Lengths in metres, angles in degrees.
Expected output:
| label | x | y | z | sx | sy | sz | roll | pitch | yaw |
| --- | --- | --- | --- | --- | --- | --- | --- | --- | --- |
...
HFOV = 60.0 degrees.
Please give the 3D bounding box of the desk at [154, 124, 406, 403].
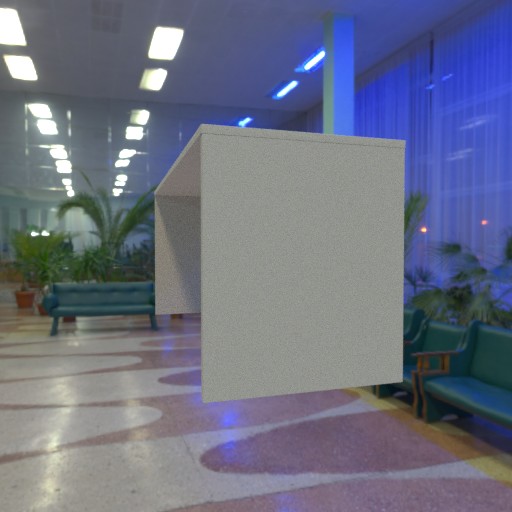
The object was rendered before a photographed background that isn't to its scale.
| label | x | y | z | sx | sy | sz | roll | pitch | yaw |
| --- | --- | --- | --- | --- | --- | --- | --- | --- | --- |
| desk | 0.000 | 0.000 | 2.070 | 0.802 | 0.750 | 1.600 | 0 | 2 | -17 |
